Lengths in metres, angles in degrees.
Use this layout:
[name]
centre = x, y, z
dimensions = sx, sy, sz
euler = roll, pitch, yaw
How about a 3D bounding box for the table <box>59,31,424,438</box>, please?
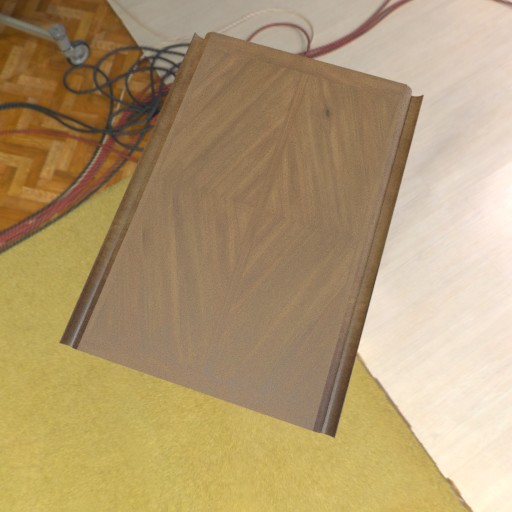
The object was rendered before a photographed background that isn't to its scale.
[table]
centre = 0.000, 0.000, 1.632
dimensions = 0.701, 0.981, 0.967
euler = 17, 75, 5
